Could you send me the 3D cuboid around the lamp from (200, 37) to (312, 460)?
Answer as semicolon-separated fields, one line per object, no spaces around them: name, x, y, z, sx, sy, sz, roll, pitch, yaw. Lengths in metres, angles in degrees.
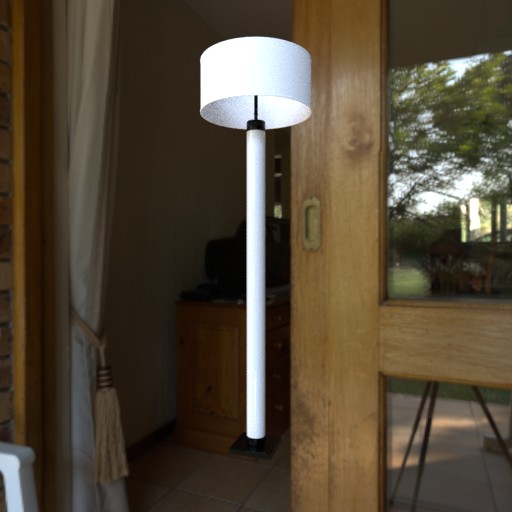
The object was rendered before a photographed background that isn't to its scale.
lamp;0.000;0.000;1.686;0.420;1.475;0.420;0;1;18
